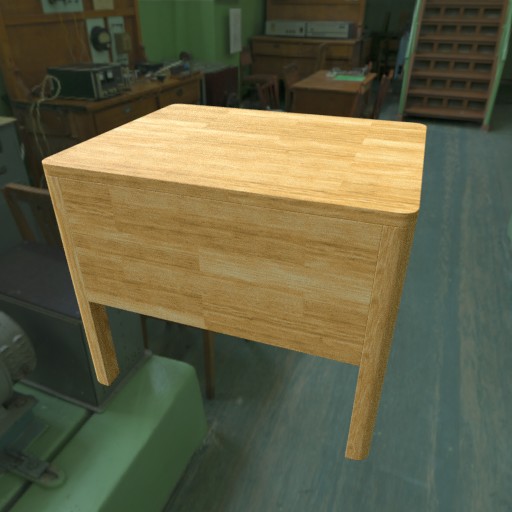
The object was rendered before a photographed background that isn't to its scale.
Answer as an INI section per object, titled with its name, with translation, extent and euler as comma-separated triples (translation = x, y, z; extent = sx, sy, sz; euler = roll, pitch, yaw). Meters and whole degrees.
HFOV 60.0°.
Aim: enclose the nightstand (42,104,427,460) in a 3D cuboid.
[nightstand]
translation = 0.000, 0.000, 0.897
extent = 0.560, 0.470, 0.440
euler = 10, 32, 17
